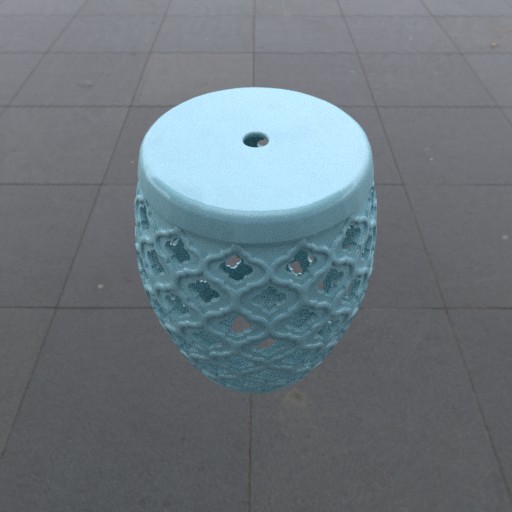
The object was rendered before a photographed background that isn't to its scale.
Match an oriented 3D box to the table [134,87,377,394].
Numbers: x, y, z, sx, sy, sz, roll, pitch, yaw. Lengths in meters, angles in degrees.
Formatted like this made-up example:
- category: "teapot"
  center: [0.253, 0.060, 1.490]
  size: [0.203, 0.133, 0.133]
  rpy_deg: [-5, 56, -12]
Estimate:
- category: "table"
  center: [0.000, 0.000, 0.642]
  size: [0.325, 0.388, 0.325]
  rpy_deg: [0, 47, 0]
